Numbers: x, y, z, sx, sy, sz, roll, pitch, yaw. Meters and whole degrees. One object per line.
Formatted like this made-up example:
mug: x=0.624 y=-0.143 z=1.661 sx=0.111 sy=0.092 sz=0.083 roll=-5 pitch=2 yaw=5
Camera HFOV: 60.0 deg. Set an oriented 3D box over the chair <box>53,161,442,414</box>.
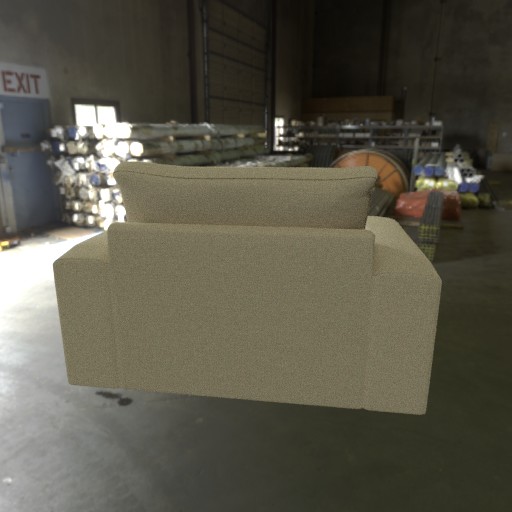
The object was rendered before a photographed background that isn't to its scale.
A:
chair: x=0.000 y=0.000 z=2.076 sx=1.398 sy=0.915 sz=1.039 roll=2 pitch=16 yaw=8
